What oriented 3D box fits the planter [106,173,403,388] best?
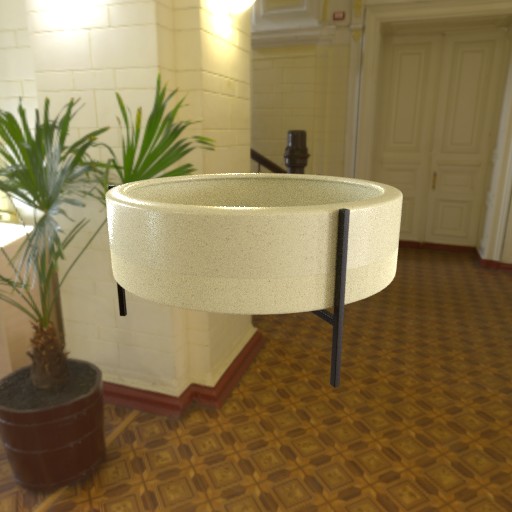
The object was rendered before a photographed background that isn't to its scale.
[{"bbox_3d":[0.000,0.000,0.544,0.336,0.171,0.345,-8,18,-25],"label":"planter"}]
